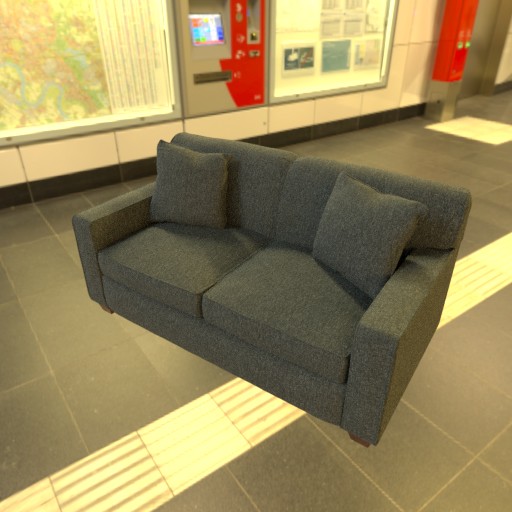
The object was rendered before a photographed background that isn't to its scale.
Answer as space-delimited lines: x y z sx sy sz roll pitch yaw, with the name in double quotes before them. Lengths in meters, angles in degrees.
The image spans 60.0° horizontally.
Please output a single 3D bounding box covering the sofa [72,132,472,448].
"sofa" 0.000 0.000 2.389 1.846 0.958 0.998 19 35 29
